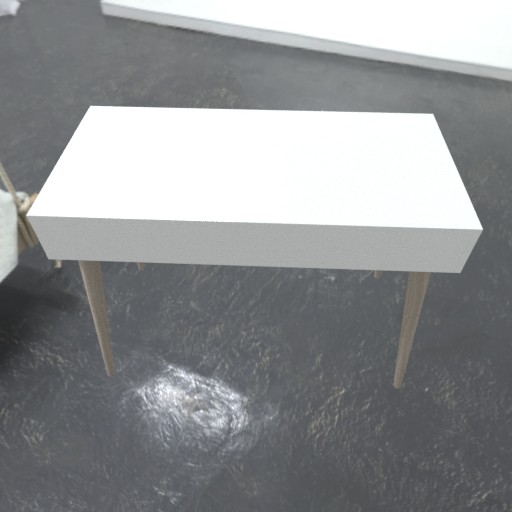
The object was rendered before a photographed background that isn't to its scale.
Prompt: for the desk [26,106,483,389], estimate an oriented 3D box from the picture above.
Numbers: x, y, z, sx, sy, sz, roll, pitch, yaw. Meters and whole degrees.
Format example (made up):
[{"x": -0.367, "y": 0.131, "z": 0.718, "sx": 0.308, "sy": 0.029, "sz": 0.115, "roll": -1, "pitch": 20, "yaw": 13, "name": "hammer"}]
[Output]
[{"x": 0.000, "y": 0.000, "z": 1.373, "sx": 0.979, "sy": 0.723, "sz": 0.491, "roll": 2, "pitch": 47, "yaw": 2, "name": "desk"}]
